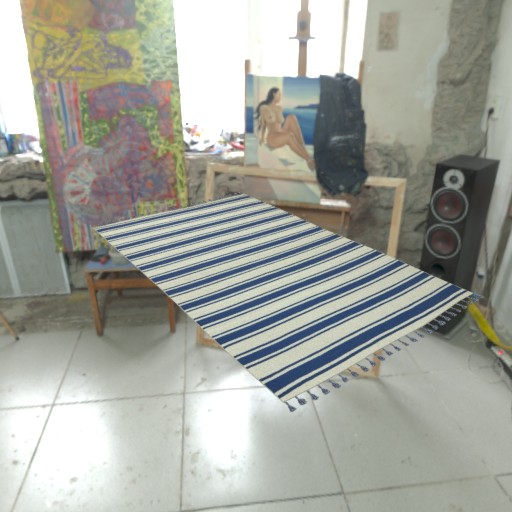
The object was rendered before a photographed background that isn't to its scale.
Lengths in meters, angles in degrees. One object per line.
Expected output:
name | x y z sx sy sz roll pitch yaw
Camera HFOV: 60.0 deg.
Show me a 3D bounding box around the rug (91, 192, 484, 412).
rug | 0.000 0.000 2.574 1.248 0.009 2.108 -18 31 -32
